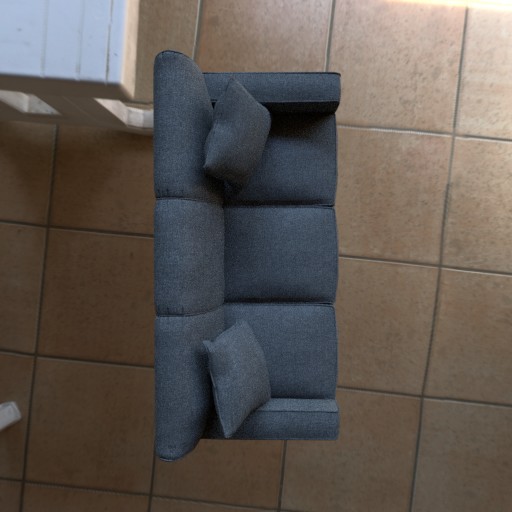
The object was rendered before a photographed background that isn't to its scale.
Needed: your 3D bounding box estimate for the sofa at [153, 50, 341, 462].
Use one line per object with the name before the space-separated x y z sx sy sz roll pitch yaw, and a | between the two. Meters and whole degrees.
sofa | 0.000 0.000 2.573 0.997 0.958 2.024 0 91 1
